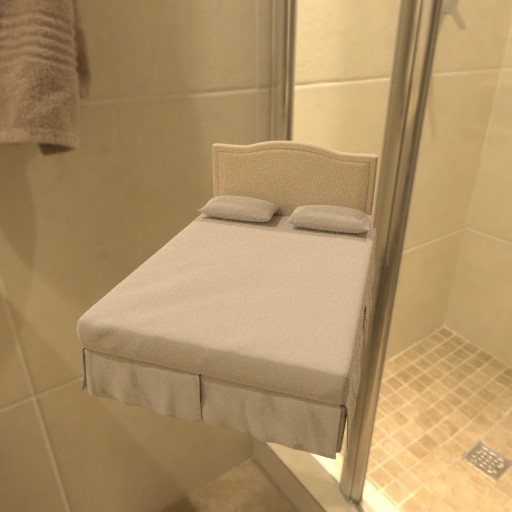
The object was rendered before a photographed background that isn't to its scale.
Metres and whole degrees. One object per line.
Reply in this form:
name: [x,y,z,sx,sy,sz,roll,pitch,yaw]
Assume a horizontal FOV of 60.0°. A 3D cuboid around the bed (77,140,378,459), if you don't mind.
bed: [0.000,0.000,3.732,1.977,1.437,2.477,8,27,16]
